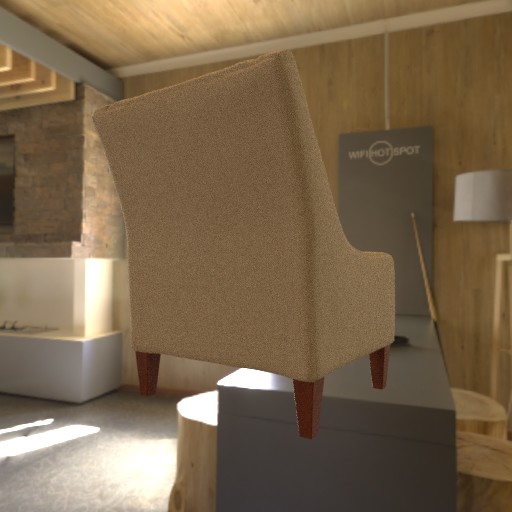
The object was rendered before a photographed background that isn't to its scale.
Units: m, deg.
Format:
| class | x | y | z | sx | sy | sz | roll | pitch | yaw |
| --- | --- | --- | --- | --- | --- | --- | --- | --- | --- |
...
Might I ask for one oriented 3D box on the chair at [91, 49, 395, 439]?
| class | x | y | z | sx | sy | sz | roll | pitch | yaw |
| --- | --- | --- | --- | --- | --- | --- | --- | --- | --- |
| chair | 0.000 | 0.000 | 1.613 | 0.774 | 1.014 | 0.870 | 0 | -1 | 35 |
